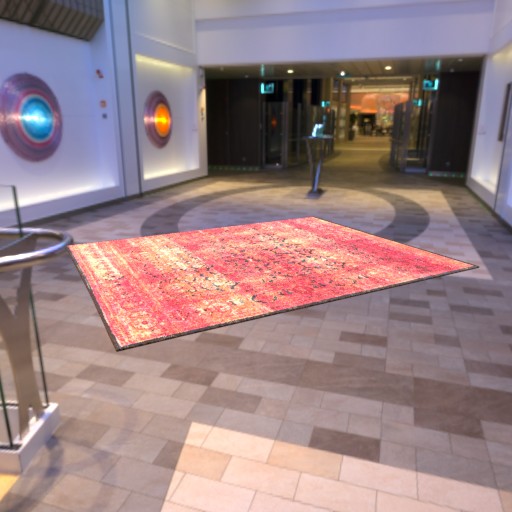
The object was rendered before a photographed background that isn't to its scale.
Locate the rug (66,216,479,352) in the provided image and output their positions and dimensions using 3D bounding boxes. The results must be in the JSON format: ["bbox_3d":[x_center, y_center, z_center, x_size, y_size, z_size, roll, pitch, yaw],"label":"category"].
[{"bbox_3d":[0.000,0.000,4.096,3.032,0.020,2.411,-9,19,-27],"label":"rug"}]
